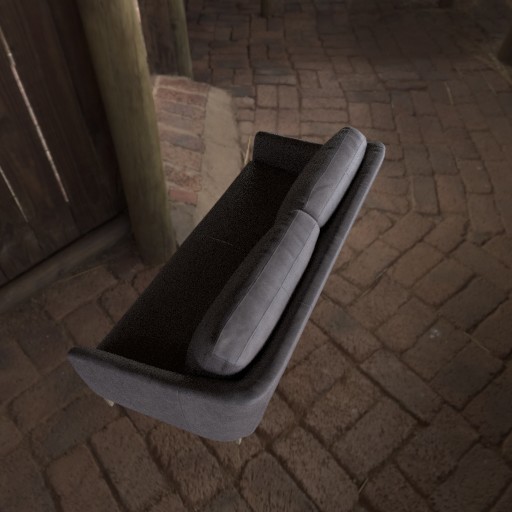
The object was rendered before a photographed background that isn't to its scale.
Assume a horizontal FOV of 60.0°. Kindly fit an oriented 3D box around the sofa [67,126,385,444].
[{"bbox_3d":[0.000,0.000,2.552,0.960,0.902,2.036,19,50,17],"label":"sofa"}]
